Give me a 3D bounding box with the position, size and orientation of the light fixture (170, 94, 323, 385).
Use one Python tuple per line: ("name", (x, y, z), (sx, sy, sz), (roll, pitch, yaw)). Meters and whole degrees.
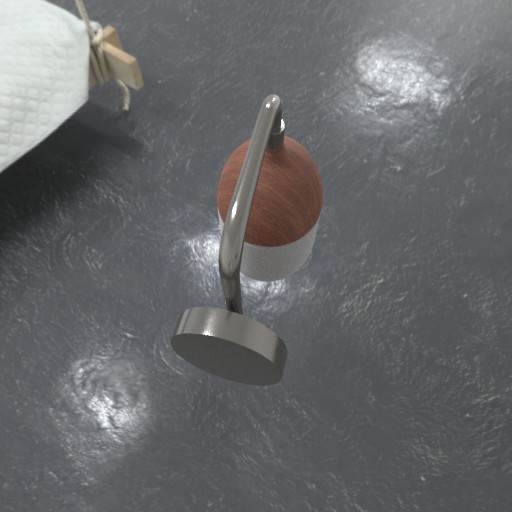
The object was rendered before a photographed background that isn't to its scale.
("light fixture", (0.000, 0.000, 0.448), (0.108, 0.343, 0.216), (13, 65, 7))
